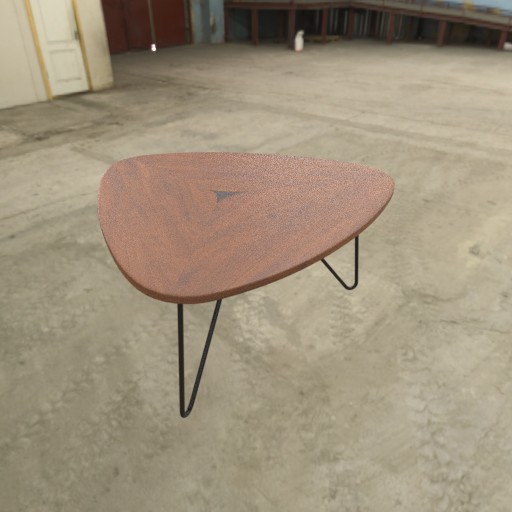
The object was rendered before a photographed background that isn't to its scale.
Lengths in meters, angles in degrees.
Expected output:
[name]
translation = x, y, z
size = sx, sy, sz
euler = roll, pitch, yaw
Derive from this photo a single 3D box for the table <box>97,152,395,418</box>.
[table]
translation = 0.000, 0.000, 1.309
size = 0.821, 0.413, 0.833
euler = -11, 33, -17
